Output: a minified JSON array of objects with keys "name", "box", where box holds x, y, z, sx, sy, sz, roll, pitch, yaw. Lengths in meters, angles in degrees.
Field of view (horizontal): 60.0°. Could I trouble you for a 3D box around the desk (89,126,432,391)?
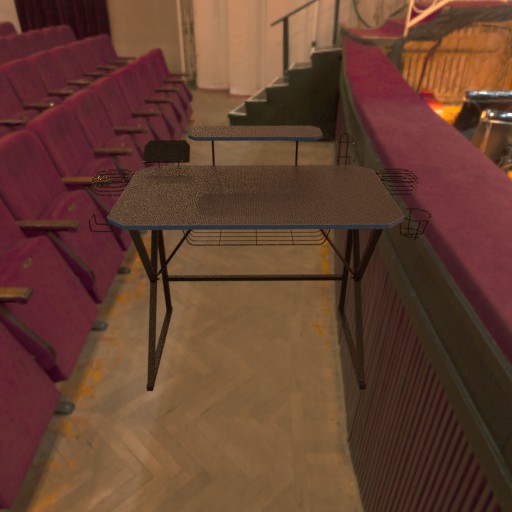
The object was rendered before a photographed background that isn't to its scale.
[{"name":"desk","box":[0.000,0.000,1.808,1.295,0.909,0.594,0,31,0]}]
